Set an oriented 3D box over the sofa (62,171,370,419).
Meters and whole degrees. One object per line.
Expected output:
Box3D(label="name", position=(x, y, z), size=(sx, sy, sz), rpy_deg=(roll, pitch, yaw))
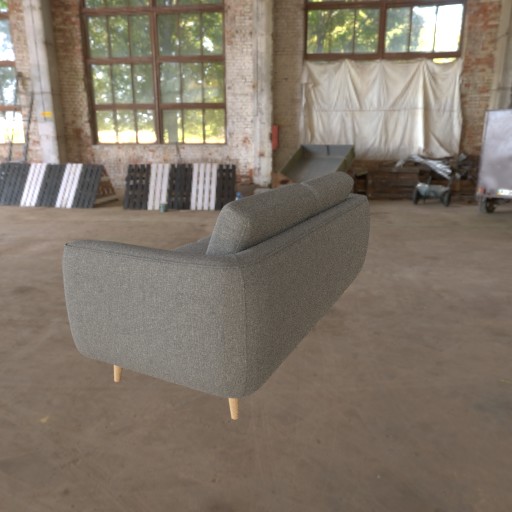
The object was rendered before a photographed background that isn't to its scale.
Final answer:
Box3D(label="sofa", position=(0.000, 0.000, 2.506), size=(0.920, 0.870, 2.000), rpy_deg=(8, 17, 25))
